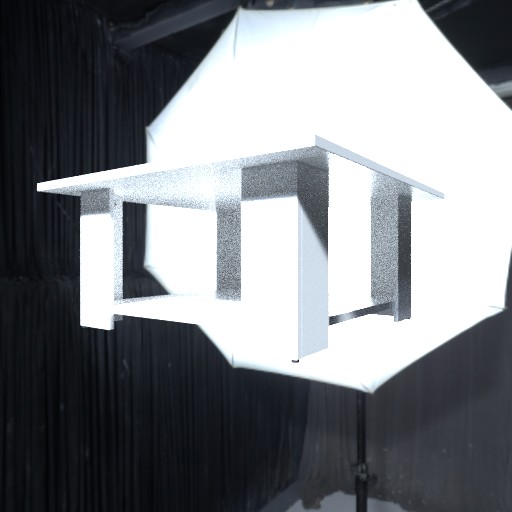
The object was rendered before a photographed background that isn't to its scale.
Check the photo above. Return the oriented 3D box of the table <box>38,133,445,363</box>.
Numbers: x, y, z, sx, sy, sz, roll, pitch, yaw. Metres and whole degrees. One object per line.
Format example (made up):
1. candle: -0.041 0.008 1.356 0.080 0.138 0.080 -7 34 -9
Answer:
1. table: 0.000 0.000 1.023 0.670 0.305 0.670 0 0 36
